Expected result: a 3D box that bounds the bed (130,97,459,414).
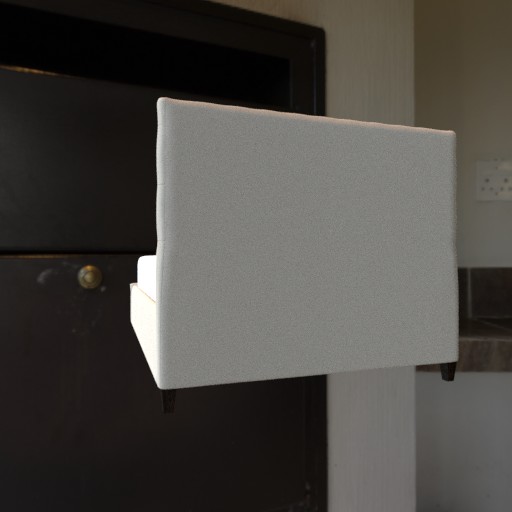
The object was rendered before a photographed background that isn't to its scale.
[{"bbox_3d":[0.000,0.000,3.287,1.696,1.426,2.233,0,0,-19],"label":"bed"}]
